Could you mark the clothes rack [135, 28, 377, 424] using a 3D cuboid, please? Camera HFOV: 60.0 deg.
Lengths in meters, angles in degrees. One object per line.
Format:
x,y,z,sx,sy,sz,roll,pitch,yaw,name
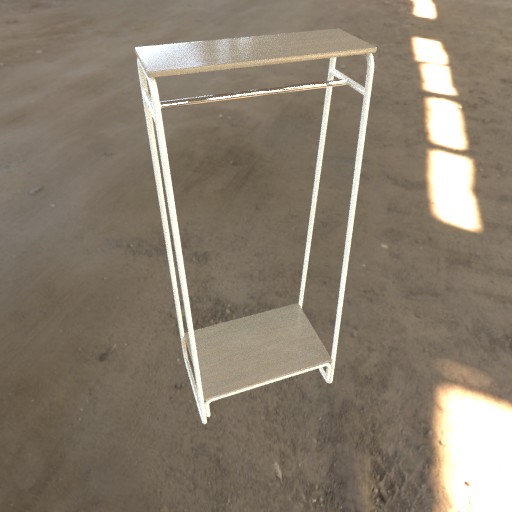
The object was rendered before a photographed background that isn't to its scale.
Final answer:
0.000,0.000,1.719,0.640,1.512,0.400,-13,42,-15,clothes rack
